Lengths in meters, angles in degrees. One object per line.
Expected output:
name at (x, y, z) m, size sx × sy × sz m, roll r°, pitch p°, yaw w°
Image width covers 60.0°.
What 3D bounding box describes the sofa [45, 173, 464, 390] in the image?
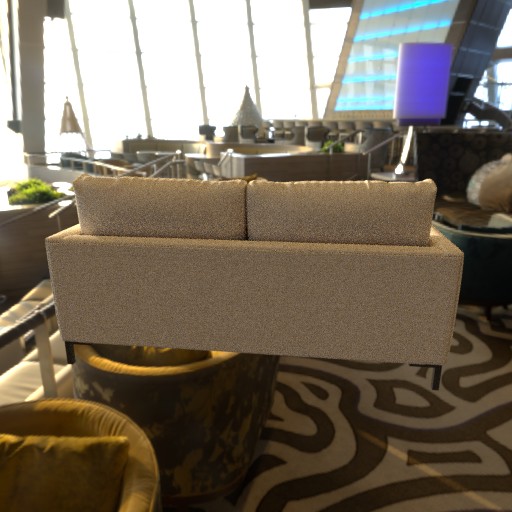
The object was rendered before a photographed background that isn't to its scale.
sofa at (0.000, 0.000, 2.128) m, size 1.651 × 0.812 × 0.839 m, roll 2°, pitch 17°, yaw 7°
